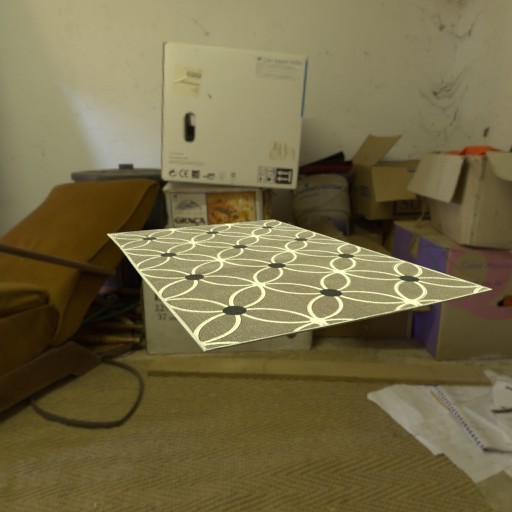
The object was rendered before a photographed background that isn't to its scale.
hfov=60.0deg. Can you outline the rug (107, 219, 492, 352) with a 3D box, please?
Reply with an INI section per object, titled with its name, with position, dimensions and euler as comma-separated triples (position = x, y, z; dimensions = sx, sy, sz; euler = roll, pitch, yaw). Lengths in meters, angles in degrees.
[rug]
position = 0.000, 0.000, 2.863
dimensions = 1.522, 0.008, 2.284
euler = -7, 16, -26
